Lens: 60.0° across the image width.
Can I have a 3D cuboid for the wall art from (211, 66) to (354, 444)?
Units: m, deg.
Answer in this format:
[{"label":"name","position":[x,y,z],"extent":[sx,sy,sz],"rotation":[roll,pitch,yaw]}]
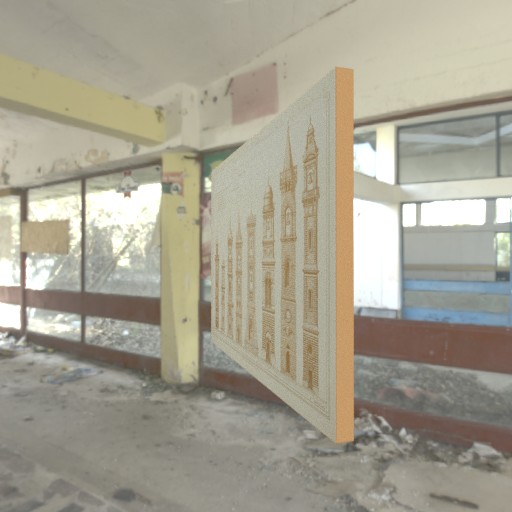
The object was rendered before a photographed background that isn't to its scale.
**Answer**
[{"label":"wall art","position":[0.000,0.000,1.154],"extent":[0.033,0.608,0.915],"rotation":[0,0,-18]}]
